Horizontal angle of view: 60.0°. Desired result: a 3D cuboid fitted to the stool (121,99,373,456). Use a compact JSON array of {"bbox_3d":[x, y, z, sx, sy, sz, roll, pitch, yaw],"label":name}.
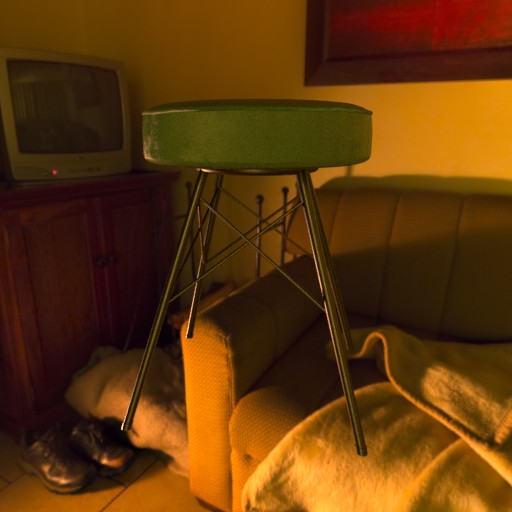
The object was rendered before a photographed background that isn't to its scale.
[{"bbox_3d":[0.000,0.000,0.915,0.457,0.595,0.430,2,16,9],"label":"stool"}]
